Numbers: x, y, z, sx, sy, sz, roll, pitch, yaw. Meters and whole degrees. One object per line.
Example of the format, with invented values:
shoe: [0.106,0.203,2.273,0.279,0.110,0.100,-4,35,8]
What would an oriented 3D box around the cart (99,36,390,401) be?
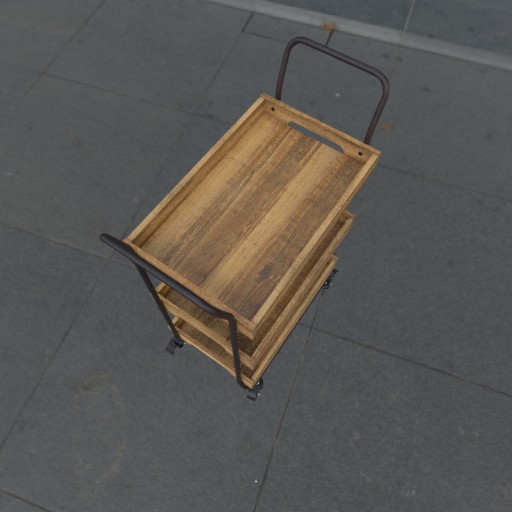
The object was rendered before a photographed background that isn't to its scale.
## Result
cart: [0.000,0.000,1.153,0.339,0.857,0.583,32,67,15]
